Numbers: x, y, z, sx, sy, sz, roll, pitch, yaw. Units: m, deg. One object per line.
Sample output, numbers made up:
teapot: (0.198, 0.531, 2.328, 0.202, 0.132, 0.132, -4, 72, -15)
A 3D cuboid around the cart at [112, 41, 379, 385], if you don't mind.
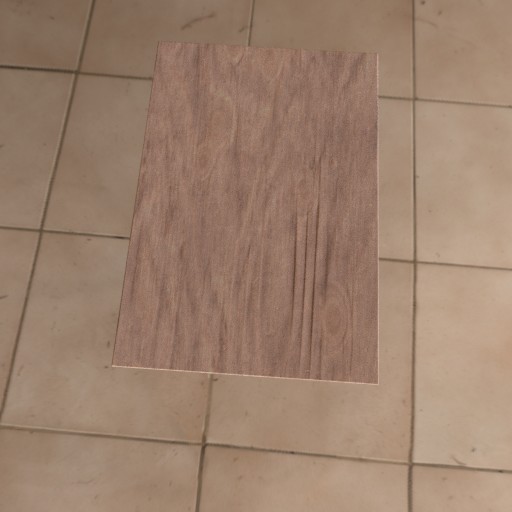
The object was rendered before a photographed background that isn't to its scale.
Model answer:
cart: (0.000, 0.000, 1.136, 0.403, 0.839, 0.584, 4, 76, 1)
